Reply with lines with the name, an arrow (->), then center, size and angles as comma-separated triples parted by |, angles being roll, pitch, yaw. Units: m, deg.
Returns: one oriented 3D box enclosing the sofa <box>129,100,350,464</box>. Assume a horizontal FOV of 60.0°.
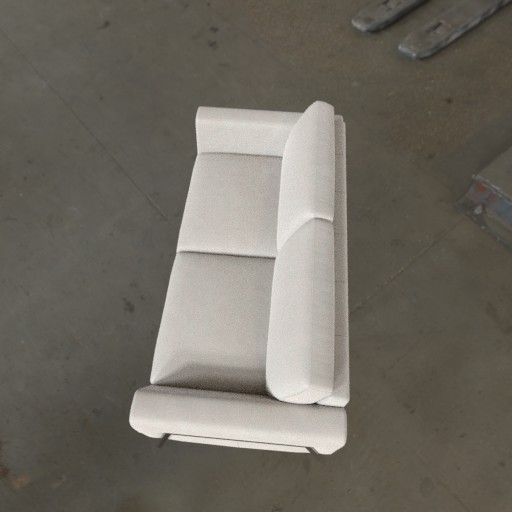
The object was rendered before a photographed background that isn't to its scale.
sofa -> 0.000, 0.000, 2.545 | 0.953, 0.875, 2.017 | 4, 60, 3
